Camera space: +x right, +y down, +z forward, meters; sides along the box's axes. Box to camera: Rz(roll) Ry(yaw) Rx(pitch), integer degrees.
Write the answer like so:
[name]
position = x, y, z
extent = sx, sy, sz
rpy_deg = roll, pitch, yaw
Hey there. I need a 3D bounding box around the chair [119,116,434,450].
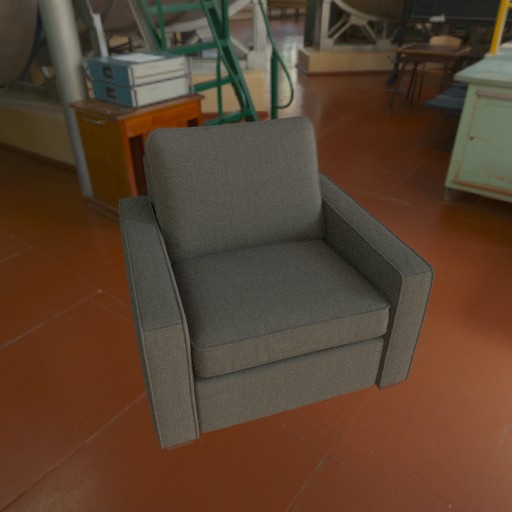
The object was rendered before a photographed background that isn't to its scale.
[chair]
position = 0.000, 0.000, 1.783
extent = 1.017, 0.919, 0.940
rpy_deg = -10, 34, -15
